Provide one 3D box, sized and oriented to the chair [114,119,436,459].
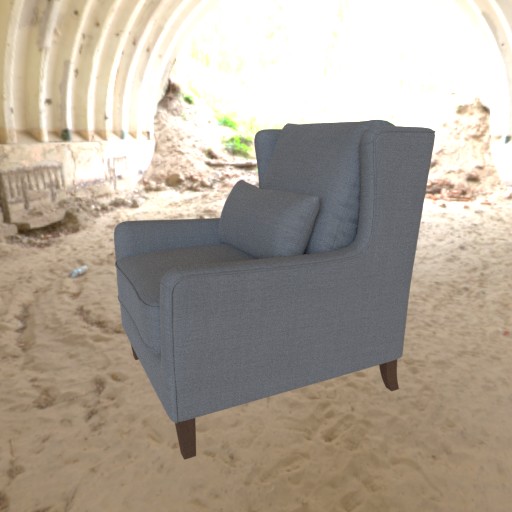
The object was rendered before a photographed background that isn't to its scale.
[{"bbox_3d":[0.000,0.000,1.800,1.040,1.056,0.866,-7,17,-26],"label":"chair"}]
